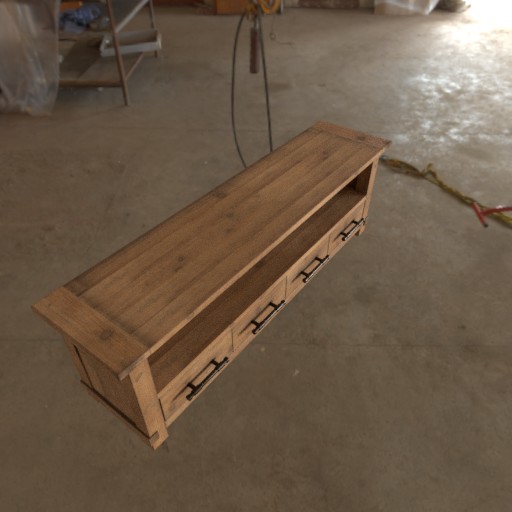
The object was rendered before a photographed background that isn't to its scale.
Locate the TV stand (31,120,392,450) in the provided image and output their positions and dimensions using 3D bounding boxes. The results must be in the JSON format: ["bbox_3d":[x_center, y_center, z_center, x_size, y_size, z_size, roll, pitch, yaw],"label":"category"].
[{"bbox_3d":[0.000,0.000,2.051,0.453,0.573,1.804,26,47,27],"label":"TV stand"}]
